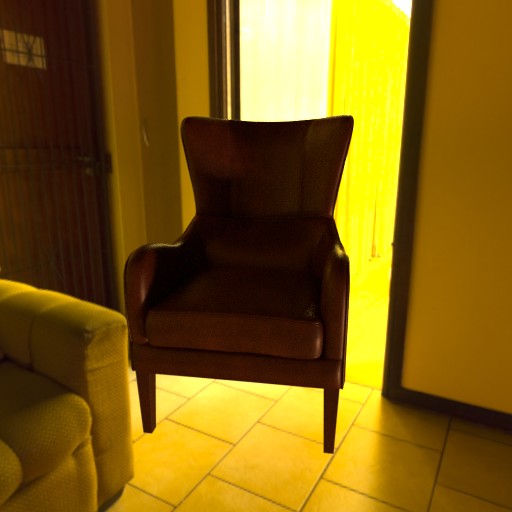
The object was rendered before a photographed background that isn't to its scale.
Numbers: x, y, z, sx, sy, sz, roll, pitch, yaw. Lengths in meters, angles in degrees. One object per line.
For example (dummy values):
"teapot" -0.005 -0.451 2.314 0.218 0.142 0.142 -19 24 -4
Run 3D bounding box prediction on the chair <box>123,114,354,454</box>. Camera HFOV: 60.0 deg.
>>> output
"chair" 0.000 0.000 1.671 0.692 1.048 0.914 2 14 9
